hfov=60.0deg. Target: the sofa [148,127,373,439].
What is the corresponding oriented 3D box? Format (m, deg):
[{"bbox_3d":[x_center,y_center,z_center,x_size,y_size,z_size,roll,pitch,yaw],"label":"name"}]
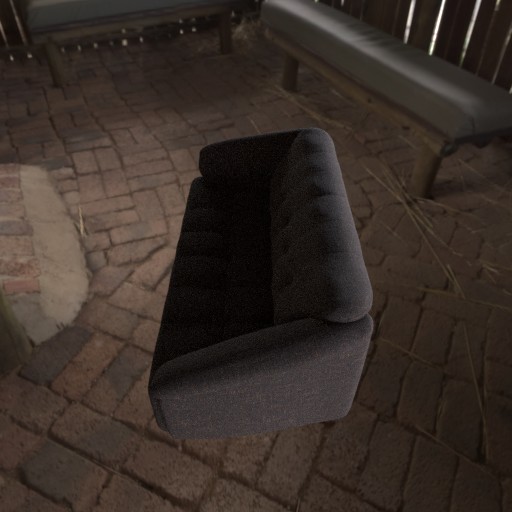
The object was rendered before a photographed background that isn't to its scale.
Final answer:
[{"bbox_3d":[0.000,0.000,2.346,0.887,0.790,1.849,0,41,0],"label":"sofa"}]
